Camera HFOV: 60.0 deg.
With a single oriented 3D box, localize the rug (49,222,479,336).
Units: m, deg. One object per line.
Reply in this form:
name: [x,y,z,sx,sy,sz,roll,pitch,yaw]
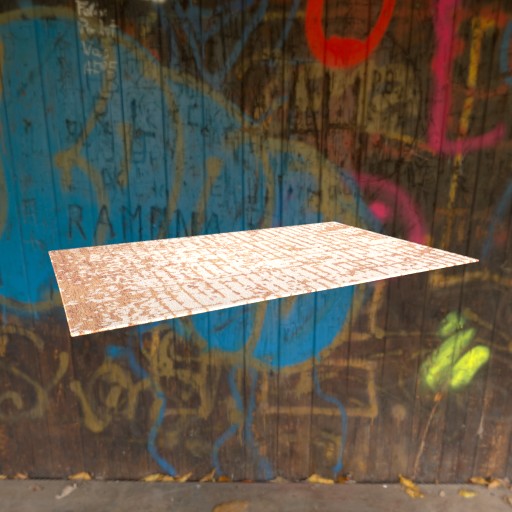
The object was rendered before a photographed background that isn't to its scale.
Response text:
rug: [0.000,0.000,2.948,2.435,0.011,1.517,-8,17,-26]
